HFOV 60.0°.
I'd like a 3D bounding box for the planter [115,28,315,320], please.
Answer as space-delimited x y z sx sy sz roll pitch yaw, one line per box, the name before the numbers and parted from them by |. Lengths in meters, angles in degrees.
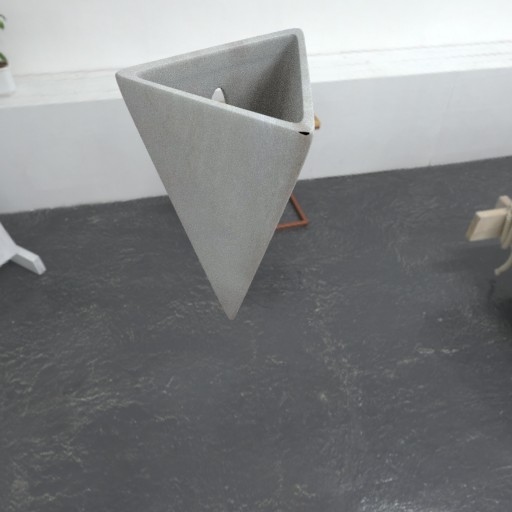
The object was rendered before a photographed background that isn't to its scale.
planter | 0.000 0.000 0.157 0.058 0.130 0.047 -24 51 -22
